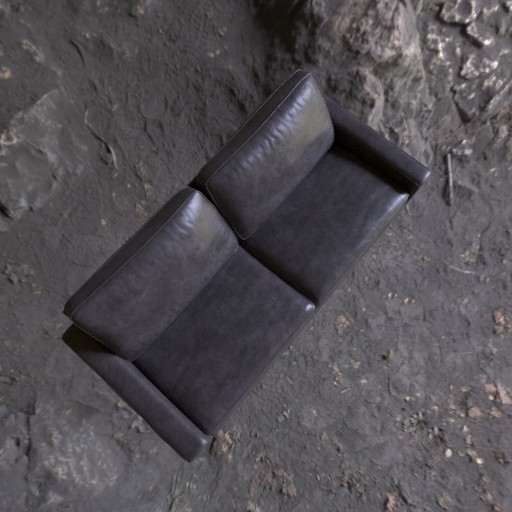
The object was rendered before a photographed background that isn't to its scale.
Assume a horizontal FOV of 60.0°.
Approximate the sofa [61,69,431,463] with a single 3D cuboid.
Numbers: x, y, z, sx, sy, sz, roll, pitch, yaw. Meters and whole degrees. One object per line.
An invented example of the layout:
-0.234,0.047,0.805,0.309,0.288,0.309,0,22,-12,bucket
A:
0.000,0.000,2.537,0.939,0.916,2.081,40,78,10,sofa
